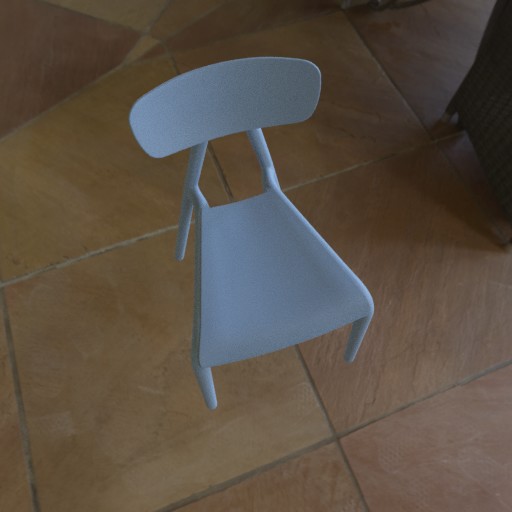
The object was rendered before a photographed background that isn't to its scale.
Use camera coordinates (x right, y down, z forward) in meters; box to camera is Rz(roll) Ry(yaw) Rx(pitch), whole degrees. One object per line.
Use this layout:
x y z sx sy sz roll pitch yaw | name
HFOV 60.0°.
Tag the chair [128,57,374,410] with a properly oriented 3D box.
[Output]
0.000 0.000 0.831 0.356 0.580 0.401 -17 66 -8 | chair
